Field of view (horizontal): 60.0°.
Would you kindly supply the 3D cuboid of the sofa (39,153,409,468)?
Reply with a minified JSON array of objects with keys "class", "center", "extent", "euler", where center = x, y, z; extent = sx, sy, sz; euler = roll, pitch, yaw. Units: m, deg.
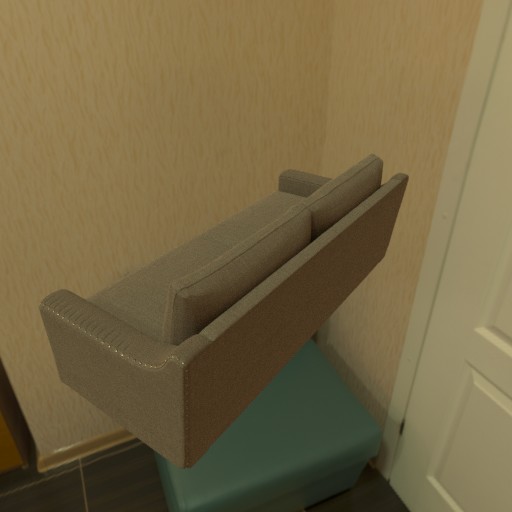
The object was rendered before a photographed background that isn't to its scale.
[{"class":"sofa","center":[0.000,0.000,2.643],"extent":[1.000,0.857,2.208],"euler":[20,37,30]}]
